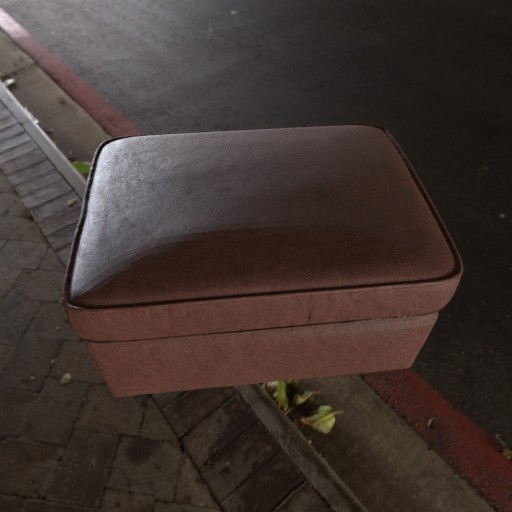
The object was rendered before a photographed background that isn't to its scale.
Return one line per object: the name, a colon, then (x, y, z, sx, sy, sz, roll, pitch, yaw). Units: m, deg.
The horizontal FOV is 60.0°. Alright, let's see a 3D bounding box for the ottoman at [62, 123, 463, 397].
ottoman: (0.000, 0.000, 1.084, 0.749, 0.449, 0.548, -4, 48, -4)
